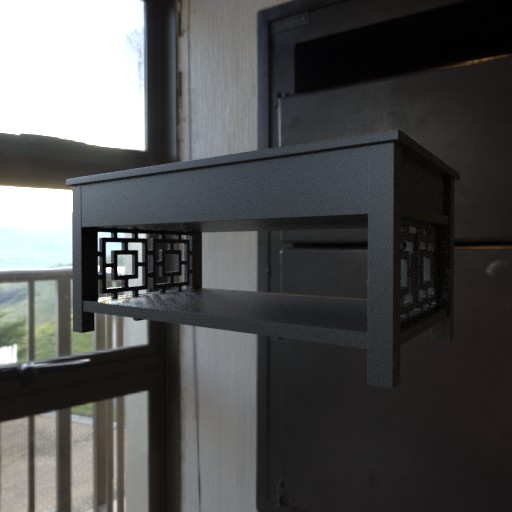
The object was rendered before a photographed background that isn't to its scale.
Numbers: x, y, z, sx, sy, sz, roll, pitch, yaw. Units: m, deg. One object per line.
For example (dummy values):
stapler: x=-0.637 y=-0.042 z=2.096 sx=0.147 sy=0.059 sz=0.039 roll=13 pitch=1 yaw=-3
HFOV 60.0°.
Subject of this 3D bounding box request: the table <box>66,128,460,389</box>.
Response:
table: x=0.000 y=0.000 z=1.384 sx=1.068 sy=0.493 sz=0.612 roll=1 pitch=1 yaw=35
